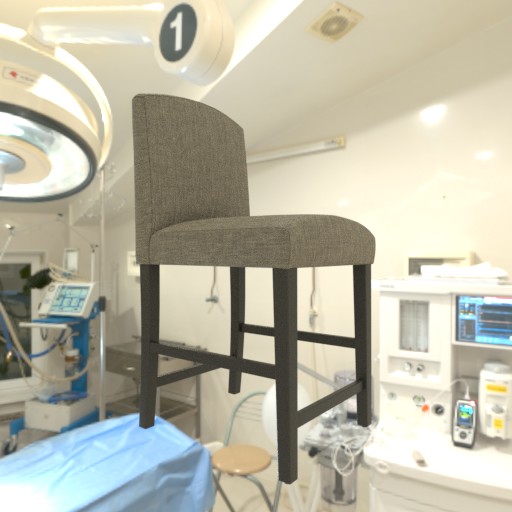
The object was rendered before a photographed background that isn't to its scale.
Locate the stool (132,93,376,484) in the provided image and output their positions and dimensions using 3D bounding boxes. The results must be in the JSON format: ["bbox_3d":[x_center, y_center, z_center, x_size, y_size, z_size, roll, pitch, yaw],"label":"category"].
[{"bbox_3d":[0.000,0.000,1.248,0.552,0.966,0.451,0,1,38],"label":"stool"}]
